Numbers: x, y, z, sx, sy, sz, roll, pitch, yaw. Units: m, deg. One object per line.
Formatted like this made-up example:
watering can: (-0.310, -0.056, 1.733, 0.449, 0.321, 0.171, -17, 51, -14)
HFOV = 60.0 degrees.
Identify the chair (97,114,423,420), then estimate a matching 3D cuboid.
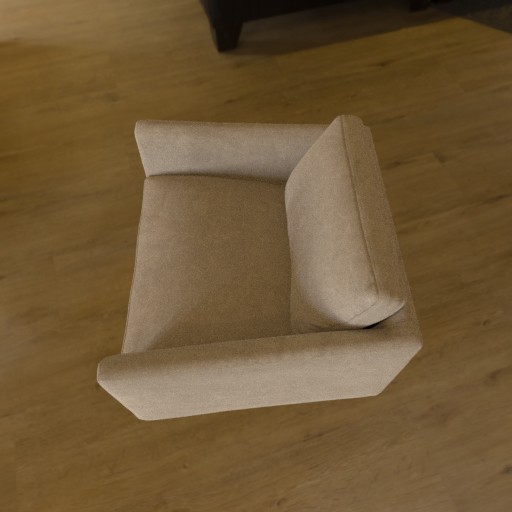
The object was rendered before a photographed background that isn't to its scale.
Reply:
chair: (0.000, 0.000, 1.901, 1.091, 0.845, 1.190, -2, 58, -1)
